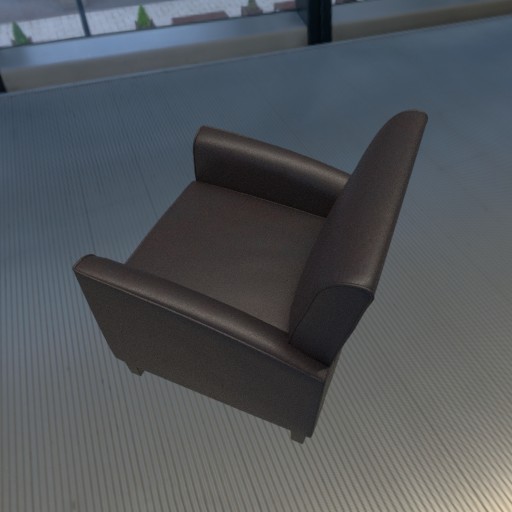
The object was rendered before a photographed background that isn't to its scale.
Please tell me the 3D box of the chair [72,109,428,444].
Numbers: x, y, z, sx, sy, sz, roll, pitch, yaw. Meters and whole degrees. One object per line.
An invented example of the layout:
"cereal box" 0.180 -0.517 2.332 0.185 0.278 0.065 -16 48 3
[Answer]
"chair" 0.000 0.000 1.528 0.819 0.916 0.820 17 50 15
